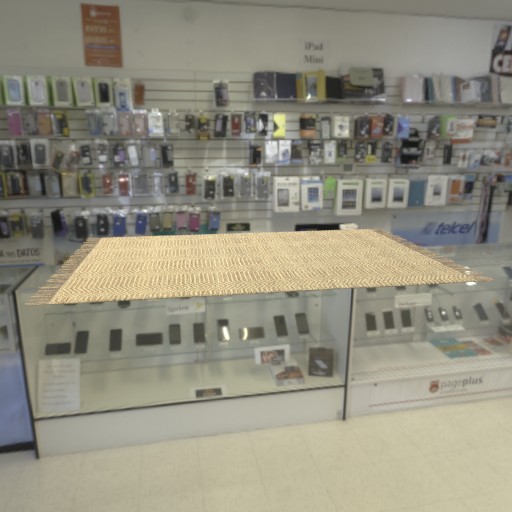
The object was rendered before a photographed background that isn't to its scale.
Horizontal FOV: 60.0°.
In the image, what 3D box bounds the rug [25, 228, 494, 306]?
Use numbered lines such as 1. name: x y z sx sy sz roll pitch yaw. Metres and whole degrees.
1. rug: 0.000 0.000 3.045 2.523 0.034 1.528 -2 15 -9
